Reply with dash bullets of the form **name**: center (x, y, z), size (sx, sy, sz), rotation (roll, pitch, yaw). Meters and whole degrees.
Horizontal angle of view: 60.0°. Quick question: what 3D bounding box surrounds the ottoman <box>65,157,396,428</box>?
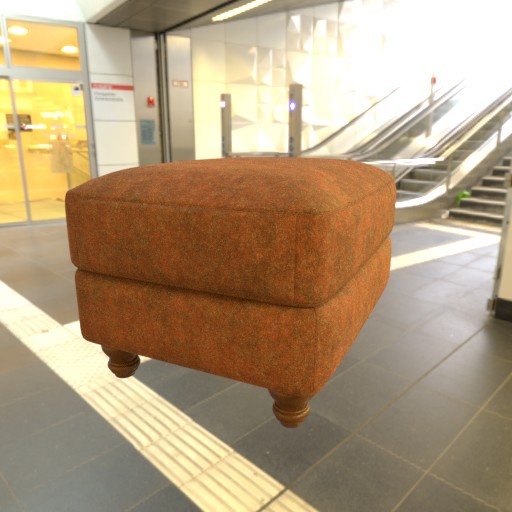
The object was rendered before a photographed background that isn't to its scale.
- **ottoman**: center (0.000, 0.000, 1.185), size (0.635, 0.508, 0.787), rotation (7, 17, 25)
